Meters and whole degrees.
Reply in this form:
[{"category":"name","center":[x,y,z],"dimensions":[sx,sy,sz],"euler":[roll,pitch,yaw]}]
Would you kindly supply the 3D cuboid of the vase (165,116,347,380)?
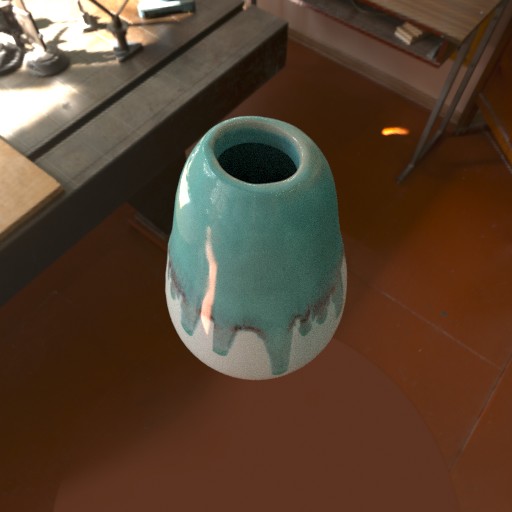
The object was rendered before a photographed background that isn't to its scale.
[{"category":"vase","center":[0.000,0.000,0.256],"dimensions":[0.116,0.179,0.116],"euler":[0,60,0]}]
